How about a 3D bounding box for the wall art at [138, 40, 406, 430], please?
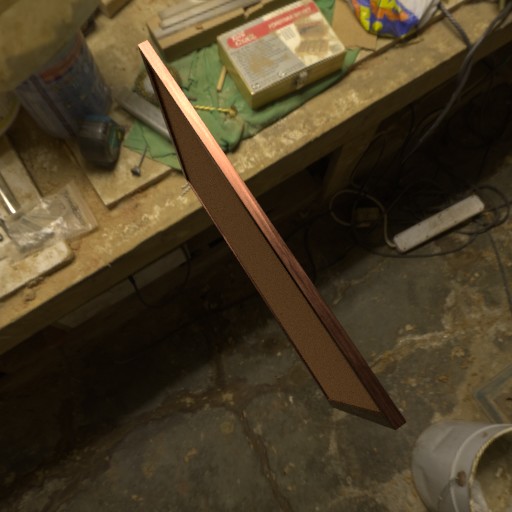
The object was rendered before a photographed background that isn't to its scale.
[{"bbox_3d":[0.000,0.000,0.546,0.012,0.304,0.431,-31,77,-8],"label":"wall art"}]
